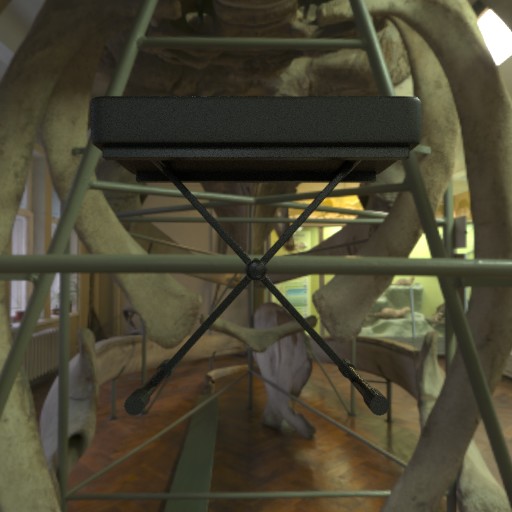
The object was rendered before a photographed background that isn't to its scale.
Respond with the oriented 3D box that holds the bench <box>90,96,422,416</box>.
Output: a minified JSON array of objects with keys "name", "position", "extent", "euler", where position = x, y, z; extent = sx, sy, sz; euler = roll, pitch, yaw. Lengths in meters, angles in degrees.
[{"name":"bench","position":[0.000,0.000,0.926],"extent":[0.600,0.561,0.300],"euler":[0,-1,0]}]
